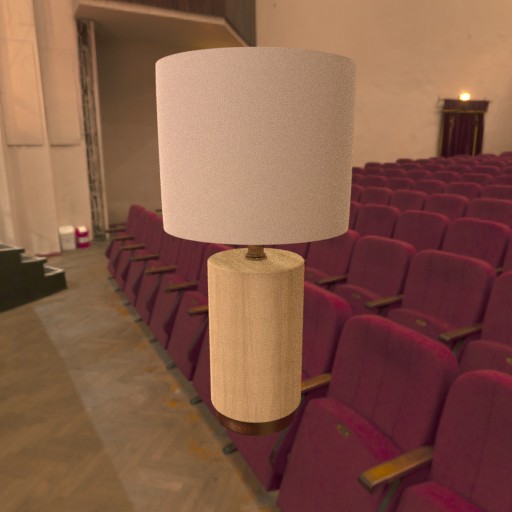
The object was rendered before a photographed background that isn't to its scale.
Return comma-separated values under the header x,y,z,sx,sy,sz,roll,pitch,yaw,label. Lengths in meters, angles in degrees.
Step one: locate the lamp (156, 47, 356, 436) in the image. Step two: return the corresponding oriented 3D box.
x,y,z,sx,sy,sz,roll,pitch,yaw,label
0.000,0.000,0.563,0.228,0.444,0.228,-7,16,-26,lamp
